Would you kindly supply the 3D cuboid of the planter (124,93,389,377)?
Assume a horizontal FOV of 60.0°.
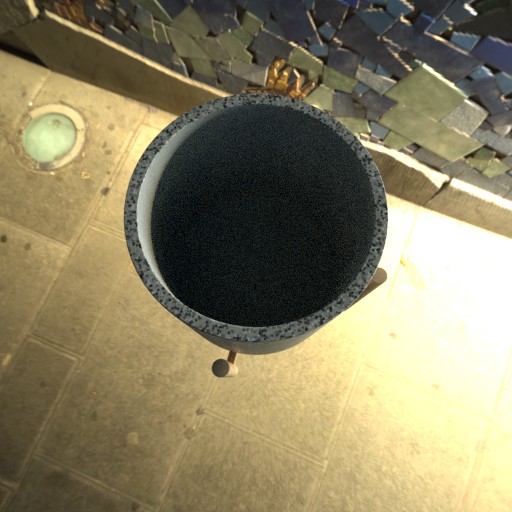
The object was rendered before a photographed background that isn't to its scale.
[{"bbox_3d":[0.000,0.000,0.710,0.360,0.419,0.360,37,78,9],"label":"planter"}]
